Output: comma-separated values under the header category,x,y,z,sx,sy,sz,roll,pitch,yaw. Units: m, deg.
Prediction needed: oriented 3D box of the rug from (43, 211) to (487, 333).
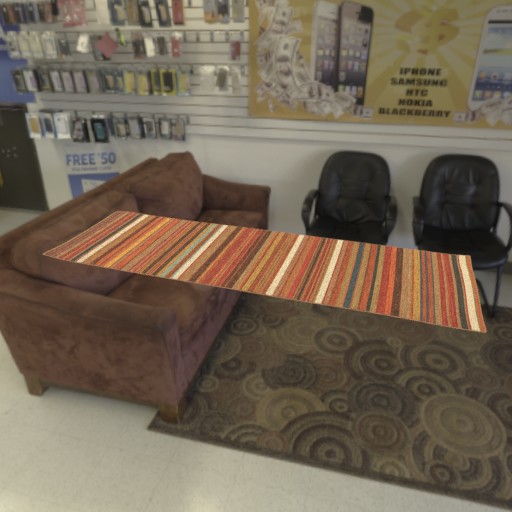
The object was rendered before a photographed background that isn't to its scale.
category,x,y,z,sx,sy,sz,roll,pitch,yaw
rug,0.000,0.000,2.659,2.444,0.030,0.799,8,28,16
